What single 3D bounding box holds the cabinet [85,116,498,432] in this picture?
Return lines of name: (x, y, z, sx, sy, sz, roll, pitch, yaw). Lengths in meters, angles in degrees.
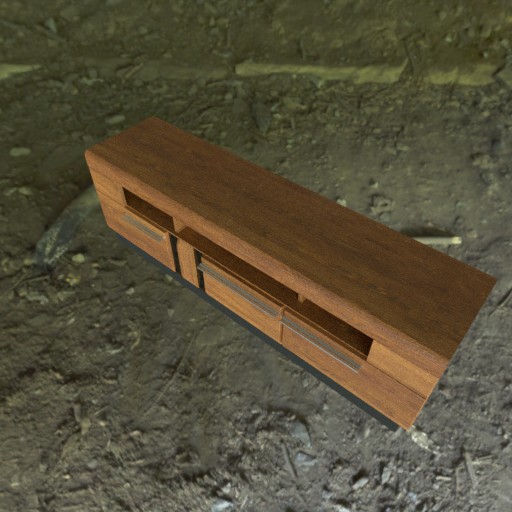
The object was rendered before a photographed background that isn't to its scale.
cabinet: (0.000, 0.000, 1.798, 1.600, 0.510, 0.419, 31, 53, 26)
